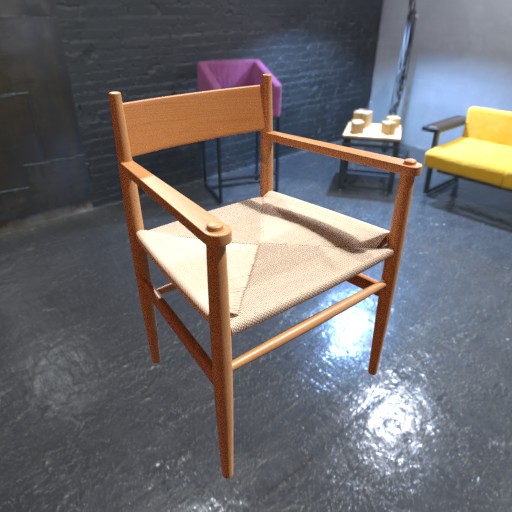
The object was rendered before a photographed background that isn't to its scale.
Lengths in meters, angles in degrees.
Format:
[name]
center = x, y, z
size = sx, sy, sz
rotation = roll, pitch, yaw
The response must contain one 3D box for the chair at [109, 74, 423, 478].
[chair]
center = 0.000, 0.000, 1.103
size = 0.556, 0.762, 0.495
rotation = -22, 36, -32
